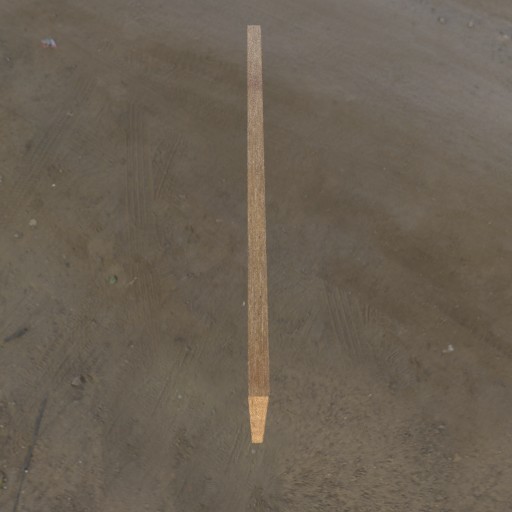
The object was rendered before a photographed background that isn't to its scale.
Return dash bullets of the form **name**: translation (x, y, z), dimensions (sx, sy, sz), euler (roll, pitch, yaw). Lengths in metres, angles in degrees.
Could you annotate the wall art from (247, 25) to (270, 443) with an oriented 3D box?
- **wall art**: translation (0.000, 0.000, 0.949), dimensions (0.026, 0.588, 0.690), euler (-1, 62, 0)
